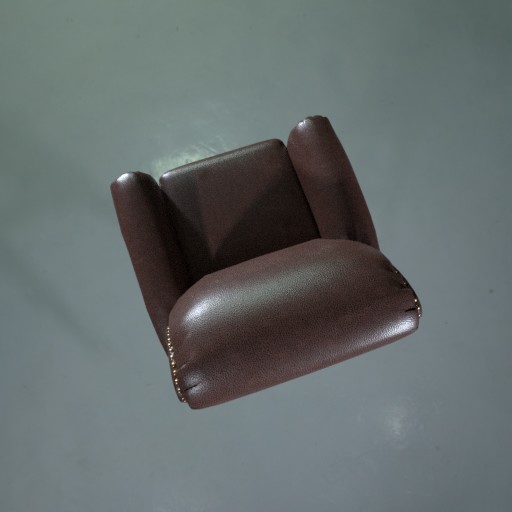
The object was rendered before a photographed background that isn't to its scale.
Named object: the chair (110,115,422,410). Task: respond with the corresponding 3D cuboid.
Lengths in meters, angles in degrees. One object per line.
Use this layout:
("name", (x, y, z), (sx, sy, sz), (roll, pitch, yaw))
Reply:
("chair", (0.000, 0.000, 1.643), (0.854, 0.927, 0.890), (-18, 76, -5))
